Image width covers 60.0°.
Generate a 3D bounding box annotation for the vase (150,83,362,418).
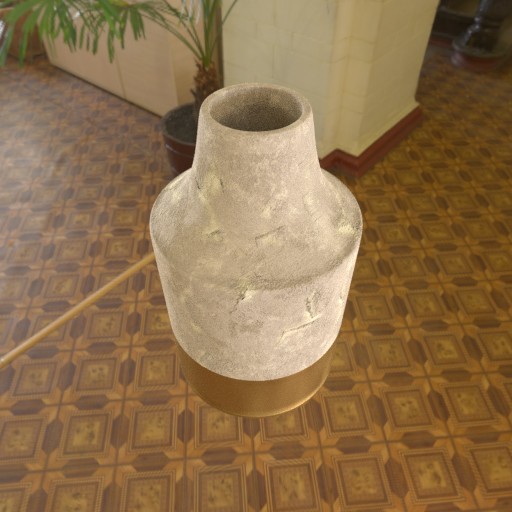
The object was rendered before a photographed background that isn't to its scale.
[{"bbox_3d":[0.000,0.000,0.424,0.184,0.305,0.184,0,46,0],"label":"vase"}]
